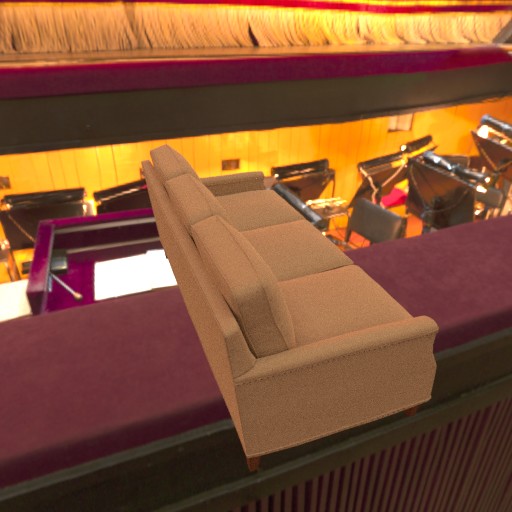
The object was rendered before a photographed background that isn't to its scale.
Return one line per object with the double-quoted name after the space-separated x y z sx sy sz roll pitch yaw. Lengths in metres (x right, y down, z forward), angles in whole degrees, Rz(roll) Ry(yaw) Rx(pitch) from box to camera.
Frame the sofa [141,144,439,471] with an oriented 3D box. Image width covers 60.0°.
0.000 0.000 2.814 1.084 1.003 2.246 -11 32 -18 "sofa"
